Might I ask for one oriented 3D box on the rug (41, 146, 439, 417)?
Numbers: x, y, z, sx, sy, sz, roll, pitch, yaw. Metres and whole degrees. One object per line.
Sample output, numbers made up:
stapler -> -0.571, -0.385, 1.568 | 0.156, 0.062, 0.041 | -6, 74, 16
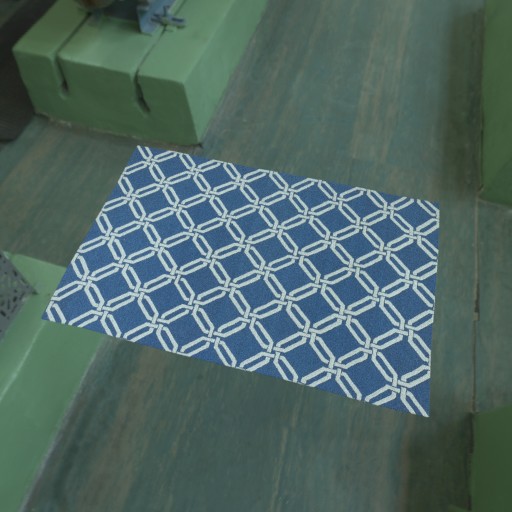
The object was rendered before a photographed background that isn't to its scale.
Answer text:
rug -> 0.000, 0.000, 2.205 | 1.755, 0.010, 1.153 | 12, 59, 8
